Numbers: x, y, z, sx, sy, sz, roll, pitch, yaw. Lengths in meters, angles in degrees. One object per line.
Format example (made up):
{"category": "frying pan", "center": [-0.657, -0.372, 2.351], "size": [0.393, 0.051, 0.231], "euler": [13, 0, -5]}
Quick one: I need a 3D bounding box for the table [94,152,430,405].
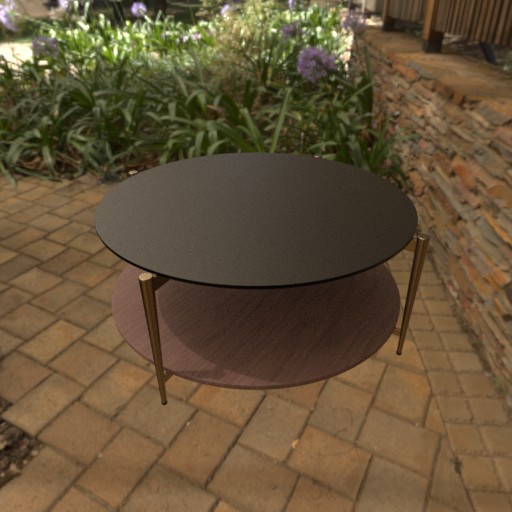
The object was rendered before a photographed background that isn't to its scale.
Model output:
{"category": "table", "center": [0.000, 0.000, 1.446], "size": [0.938, 0.400, 0.938], "euler": [0, 30, -1]}
